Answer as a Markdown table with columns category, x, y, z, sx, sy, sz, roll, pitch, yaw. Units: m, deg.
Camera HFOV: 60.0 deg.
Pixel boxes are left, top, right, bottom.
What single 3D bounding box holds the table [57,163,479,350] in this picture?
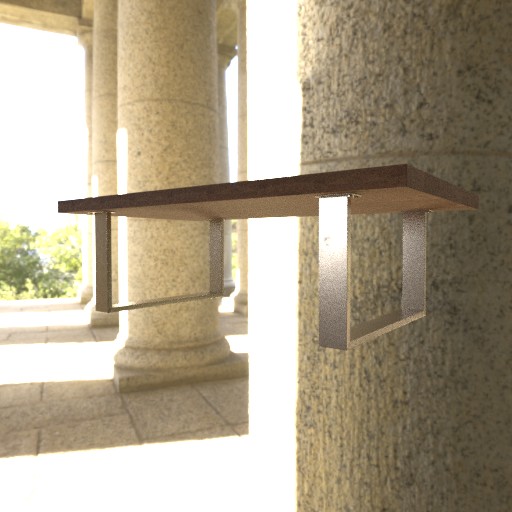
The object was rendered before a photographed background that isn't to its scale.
| category | x | y | z | sx | sy | sz | roll | pitch | yaw |
| --- | --- | --- | --- | --- | --- | --- | --- | --- | --- |
| table | 0.000 | 0.000 | 1.694 | 1.400 | 0.440 | 0.800 | 1 | 2 | 37 |
